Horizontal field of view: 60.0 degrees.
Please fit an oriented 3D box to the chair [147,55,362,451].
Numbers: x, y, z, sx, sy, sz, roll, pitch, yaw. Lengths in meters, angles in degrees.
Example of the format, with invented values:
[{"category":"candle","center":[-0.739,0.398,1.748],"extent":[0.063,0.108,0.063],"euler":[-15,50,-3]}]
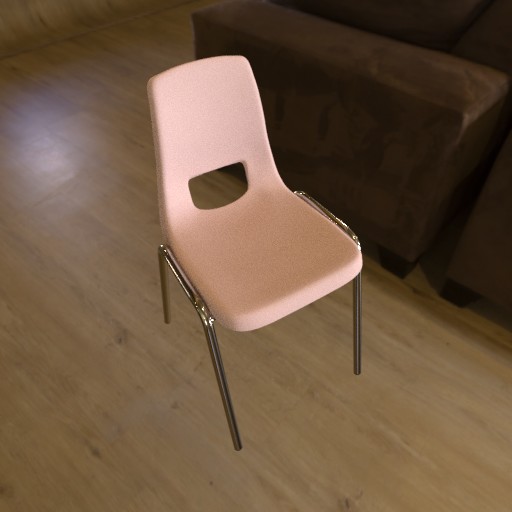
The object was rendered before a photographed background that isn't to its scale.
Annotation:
[{"category":"chair","center":[0.000,0.000,0.967],"extent":[0.381,0.704,0.436],"euler":[-24,50,-22]}]
